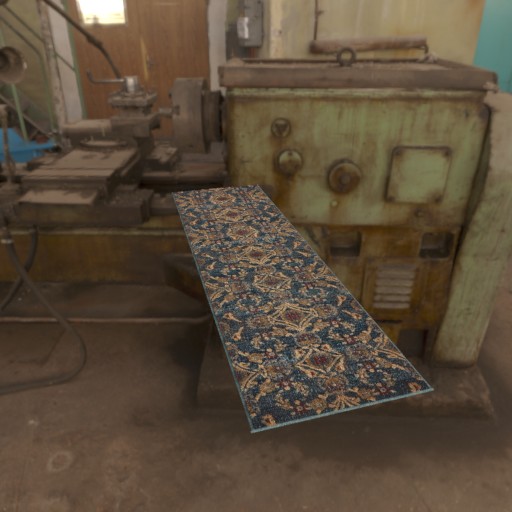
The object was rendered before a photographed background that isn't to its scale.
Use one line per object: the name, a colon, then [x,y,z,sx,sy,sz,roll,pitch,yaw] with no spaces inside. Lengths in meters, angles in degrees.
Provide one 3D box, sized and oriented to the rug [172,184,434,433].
rug: [0.000,0.000,2.482,0.685,0.014,2.292,-8,29,-14]
